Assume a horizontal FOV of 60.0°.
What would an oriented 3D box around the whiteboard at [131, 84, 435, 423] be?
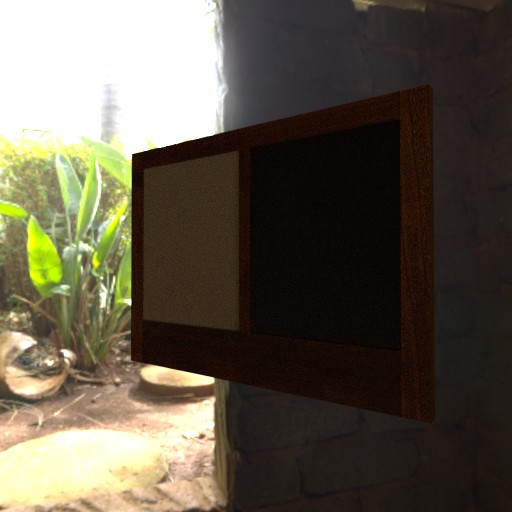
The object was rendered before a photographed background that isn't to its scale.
[{"bbox_3d":[0.000,0.000,0.983,0.768,0.553,0.083,-1,-1,37],"label":"whiteboard"}]
